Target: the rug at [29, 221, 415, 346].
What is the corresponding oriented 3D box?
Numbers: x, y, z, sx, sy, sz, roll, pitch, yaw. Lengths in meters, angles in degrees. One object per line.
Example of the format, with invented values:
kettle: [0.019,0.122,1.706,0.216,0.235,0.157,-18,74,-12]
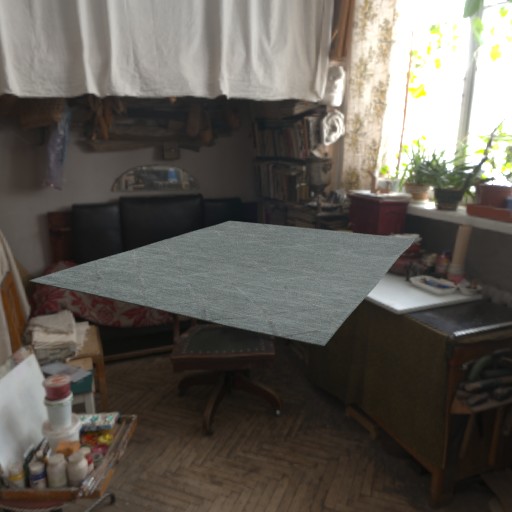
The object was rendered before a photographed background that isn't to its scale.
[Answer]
rug: [0.000,0.000,4.198,2.438,0.013,3.048,8,16,27]
